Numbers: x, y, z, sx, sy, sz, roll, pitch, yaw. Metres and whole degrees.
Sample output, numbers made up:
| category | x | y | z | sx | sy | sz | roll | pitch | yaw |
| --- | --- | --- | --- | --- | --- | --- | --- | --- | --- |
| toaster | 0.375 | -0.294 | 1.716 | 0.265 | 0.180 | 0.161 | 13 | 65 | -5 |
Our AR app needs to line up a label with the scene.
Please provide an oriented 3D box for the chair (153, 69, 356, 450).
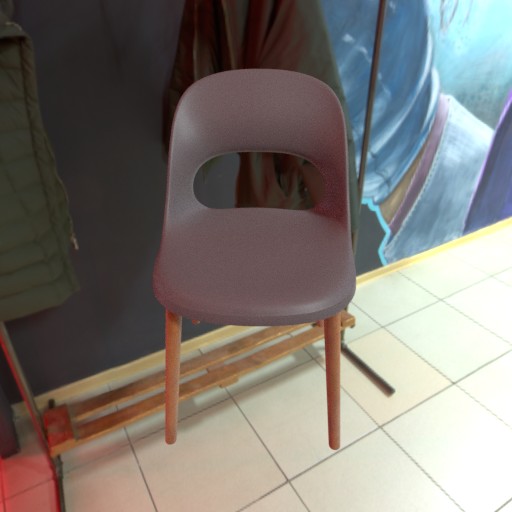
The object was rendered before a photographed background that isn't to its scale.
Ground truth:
| category | x | y | z | sx | sy | sz | roll | pitch | yaw |
| --- | --- | --- | --- | --- | --- | --- | --- | --- | --- |
| chair | 0.000 | 0.000 | 1.119 | 0.470 | 0.795 | 0.556 | 1 | 32 | 2 |
